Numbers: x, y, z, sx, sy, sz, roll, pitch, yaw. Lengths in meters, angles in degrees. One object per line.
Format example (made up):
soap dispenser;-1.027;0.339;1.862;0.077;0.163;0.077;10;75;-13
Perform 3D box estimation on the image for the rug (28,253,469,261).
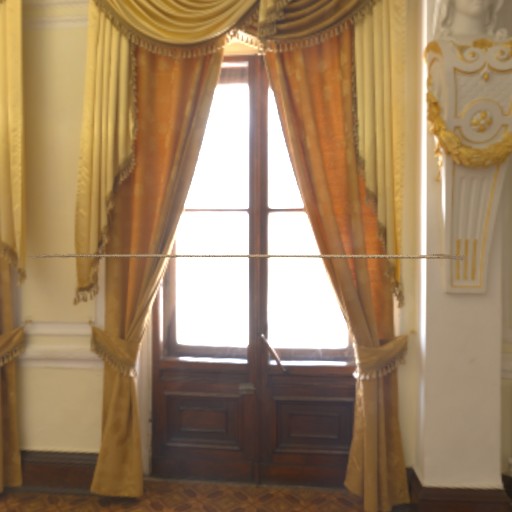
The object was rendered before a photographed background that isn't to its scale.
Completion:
rug;0.000;0.000;3.093;2.523;0.034;1.528;0;1;18
